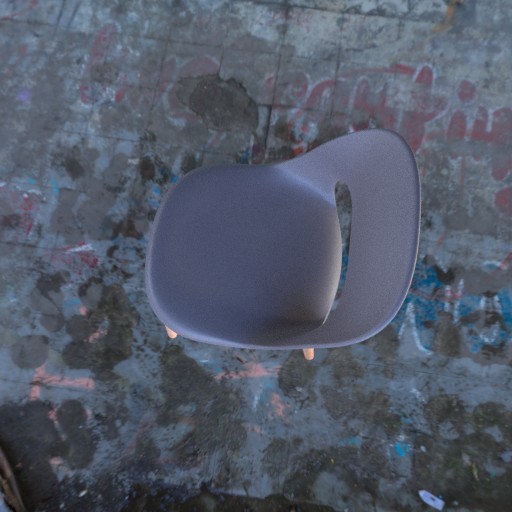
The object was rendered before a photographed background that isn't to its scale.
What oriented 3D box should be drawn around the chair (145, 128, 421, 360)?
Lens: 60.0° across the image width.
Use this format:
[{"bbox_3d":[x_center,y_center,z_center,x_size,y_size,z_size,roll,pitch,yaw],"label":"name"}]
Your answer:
[{"bbox_3d":[0.000,0.000,1.136,0.556,0.795,0.470,8,76,2],"label":"chair"}]
